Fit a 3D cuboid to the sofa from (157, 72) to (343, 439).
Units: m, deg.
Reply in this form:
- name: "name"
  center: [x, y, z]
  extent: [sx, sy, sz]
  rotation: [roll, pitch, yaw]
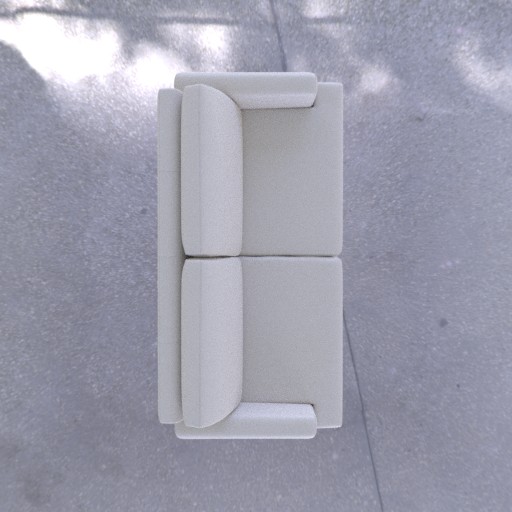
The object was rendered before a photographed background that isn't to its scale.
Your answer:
- name: "sofa"
  center: [0.000, 0.000, 2.449]
  extent: [0.974, 0.765, 1.940]
  rotation: [0, 91, 0]
